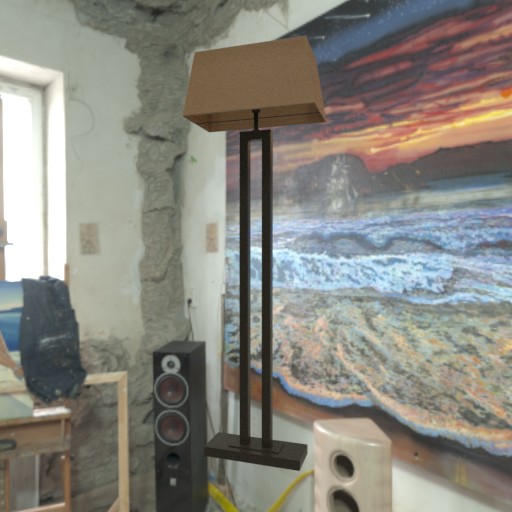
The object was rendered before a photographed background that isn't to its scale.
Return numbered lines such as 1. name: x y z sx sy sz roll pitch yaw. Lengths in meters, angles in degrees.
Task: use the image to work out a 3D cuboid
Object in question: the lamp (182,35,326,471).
1. lamp: 0.000 0.000 1.622 0.475 1.469 0.233 0 1 18
